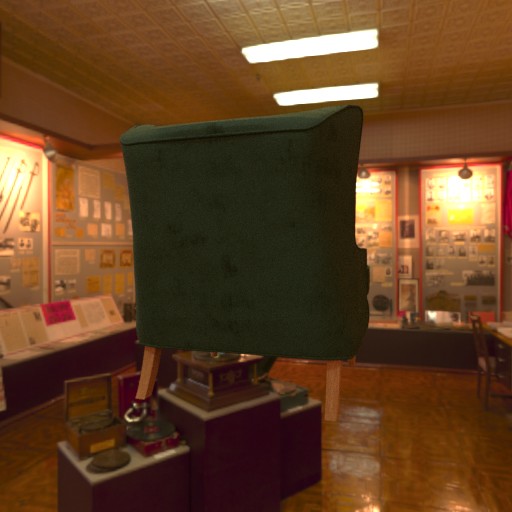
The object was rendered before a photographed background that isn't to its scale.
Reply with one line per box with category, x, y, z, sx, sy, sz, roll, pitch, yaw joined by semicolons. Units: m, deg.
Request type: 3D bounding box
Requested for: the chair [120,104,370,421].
chair;0.000;0.000;1.649;0.793;0.952;0.910;0;1;18
